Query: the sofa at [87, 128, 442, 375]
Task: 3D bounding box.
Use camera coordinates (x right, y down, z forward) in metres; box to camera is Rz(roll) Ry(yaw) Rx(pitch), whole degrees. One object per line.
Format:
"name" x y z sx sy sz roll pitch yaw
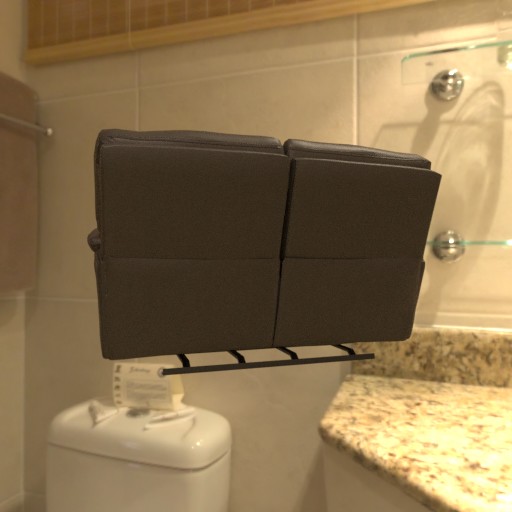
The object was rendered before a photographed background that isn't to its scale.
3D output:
"sofa" 0.000 0.000 2.470 1.765 1.111 1.104 0 -1 -18
